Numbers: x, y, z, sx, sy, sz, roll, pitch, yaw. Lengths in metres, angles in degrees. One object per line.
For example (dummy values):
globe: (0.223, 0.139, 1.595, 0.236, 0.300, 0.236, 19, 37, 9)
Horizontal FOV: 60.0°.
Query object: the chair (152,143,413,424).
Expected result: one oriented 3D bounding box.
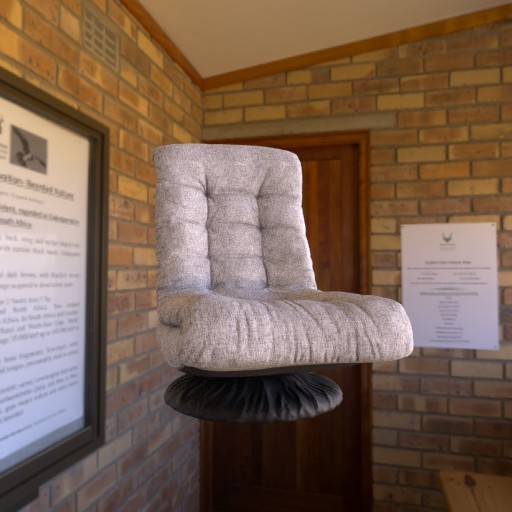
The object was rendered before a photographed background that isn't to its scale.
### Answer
chair: (0.000, 0.000, 0.945, 0.400, 0.600, 0.583, 1, -2, -18)
